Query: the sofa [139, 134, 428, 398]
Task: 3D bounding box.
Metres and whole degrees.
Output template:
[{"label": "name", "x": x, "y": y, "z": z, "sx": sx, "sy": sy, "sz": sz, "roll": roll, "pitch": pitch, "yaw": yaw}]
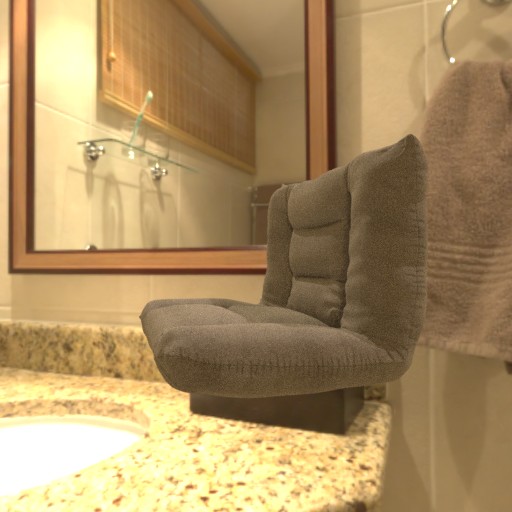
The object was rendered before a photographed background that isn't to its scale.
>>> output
[{"label": "sofa", "x": 0.000, "y": 0.000, "z": 1.737, "sx": 0.847, "sy": 0.795, "sz": 1.144, "roll": 0, "pitch": -1, "yaw": -17}]
